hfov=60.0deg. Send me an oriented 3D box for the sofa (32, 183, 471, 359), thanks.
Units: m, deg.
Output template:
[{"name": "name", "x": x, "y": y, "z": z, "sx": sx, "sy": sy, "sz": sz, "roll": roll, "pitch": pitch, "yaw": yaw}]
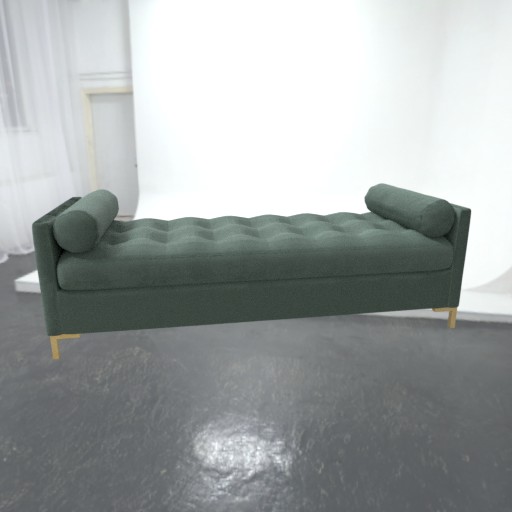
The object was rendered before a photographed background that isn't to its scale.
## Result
[{"name": "sofa", "x": 0.000, "y": 0.000, "z": 2.490, "sx": 2.102, "sy": 0.705, "sz": 0.796, "roll": -3, "pitch": 16, "yaw": -9}]
